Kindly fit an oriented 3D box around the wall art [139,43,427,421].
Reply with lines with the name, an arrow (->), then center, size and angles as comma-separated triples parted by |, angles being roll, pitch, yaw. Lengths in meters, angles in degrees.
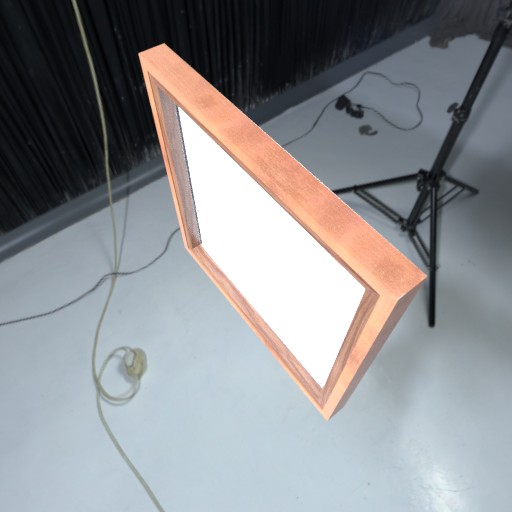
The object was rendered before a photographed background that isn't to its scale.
wall art -> 0.000, 0.000, 0.601 | 0.035, 0.403, 0.403 | -33, 63, -19
